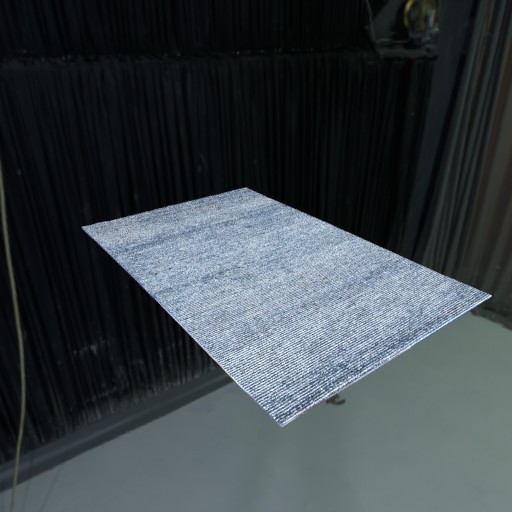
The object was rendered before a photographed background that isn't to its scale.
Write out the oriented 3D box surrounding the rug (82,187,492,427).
[{"bbox_3d":[0.000,0.000,2.203,1.159,0.025,1.793,-19,33,-32],"label":"rug"}]
